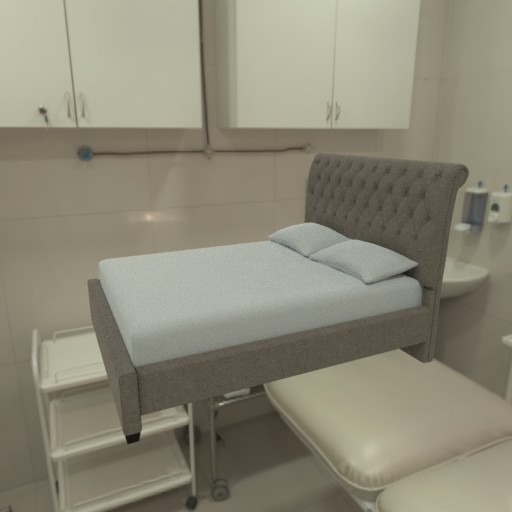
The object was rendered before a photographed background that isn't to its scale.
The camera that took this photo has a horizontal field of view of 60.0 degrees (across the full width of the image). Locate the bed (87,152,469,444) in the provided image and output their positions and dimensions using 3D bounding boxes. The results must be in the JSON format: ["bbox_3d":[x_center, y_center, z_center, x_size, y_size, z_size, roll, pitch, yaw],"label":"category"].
[{"bbox_3d":[0.000,0.000,3.258,2.252,1.371,1.645,-7,17,-24],"label":"bed"}]
